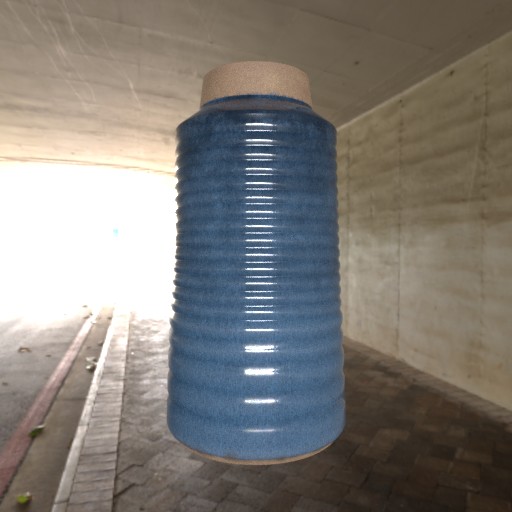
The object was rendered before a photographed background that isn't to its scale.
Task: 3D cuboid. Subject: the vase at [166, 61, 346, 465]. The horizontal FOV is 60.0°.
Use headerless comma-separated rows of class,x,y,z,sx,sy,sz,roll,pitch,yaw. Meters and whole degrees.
vase,0.000,0.000,0.407,0.163,0.316,0.163,0,2,0
